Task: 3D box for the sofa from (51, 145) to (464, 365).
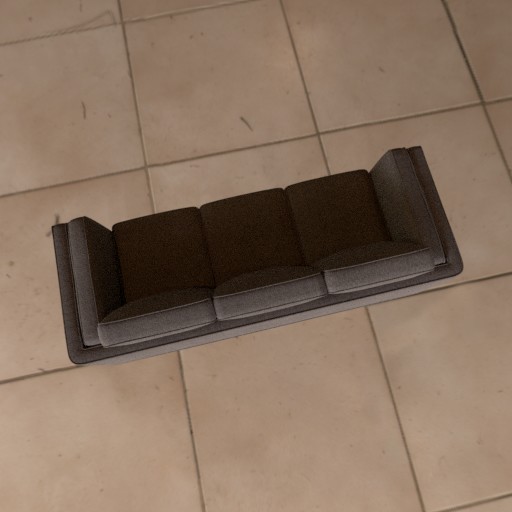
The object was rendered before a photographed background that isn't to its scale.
[{"bbox_3d":[0.000,0.000,2.863,2.362,0.899,0.903,-13,76,-3],"label":"sofa"}]
